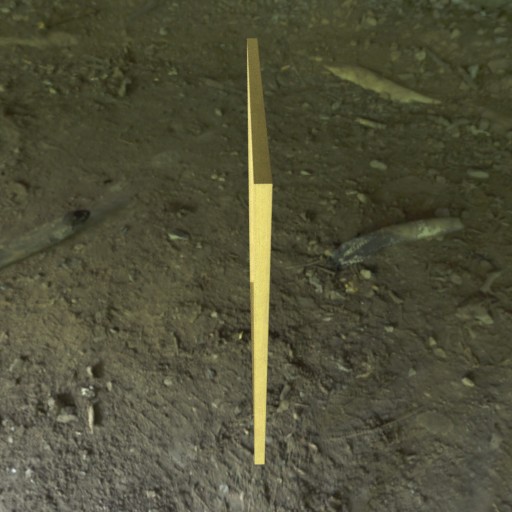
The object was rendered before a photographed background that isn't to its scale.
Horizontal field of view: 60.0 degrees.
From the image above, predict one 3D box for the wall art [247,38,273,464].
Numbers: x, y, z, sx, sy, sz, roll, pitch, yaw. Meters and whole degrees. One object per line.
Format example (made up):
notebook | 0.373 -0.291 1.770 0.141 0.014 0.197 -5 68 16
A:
wall art | 0.000 0.000 1.332 0.030 1.002 0.798 -1 41 -1
